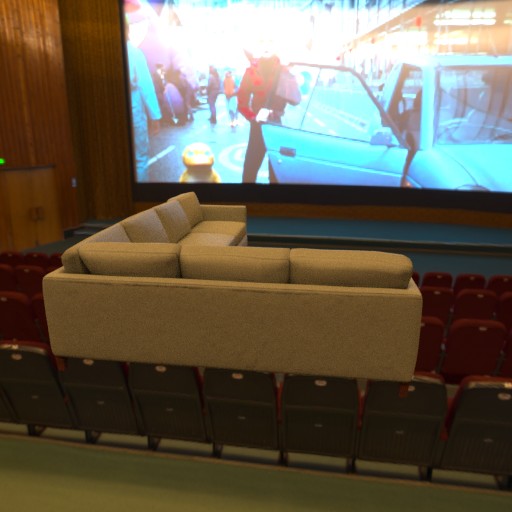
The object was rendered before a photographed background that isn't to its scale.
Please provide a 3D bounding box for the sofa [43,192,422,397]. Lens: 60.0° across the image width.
[{"bbox_3d":[0.000,0.000,4.507,2.592,0.947,3.301,2,16,8],"label":"sofa"}]
